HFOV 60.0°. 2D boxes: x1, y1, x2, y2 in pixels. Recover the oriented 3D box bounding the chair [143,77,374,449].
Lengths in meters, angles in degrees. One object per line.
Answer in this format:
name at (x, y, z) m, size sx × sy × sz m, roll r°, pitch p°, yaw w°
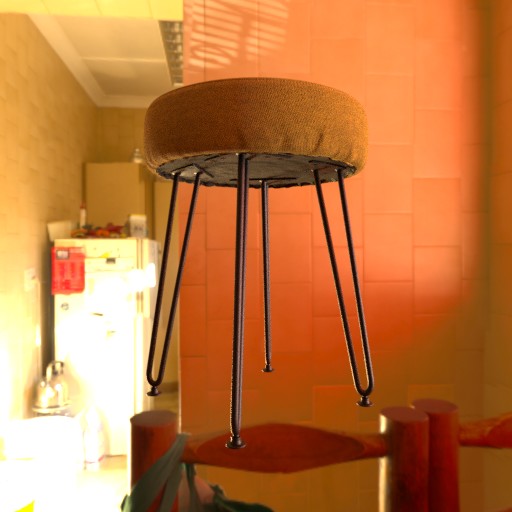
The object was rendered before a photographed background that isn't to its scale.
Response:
chair at (0.000, 0.000, 0.702) m, size 0.345 × 0.455 × 0.345 m, roll 0°, pitch 1°, yaw -37°
